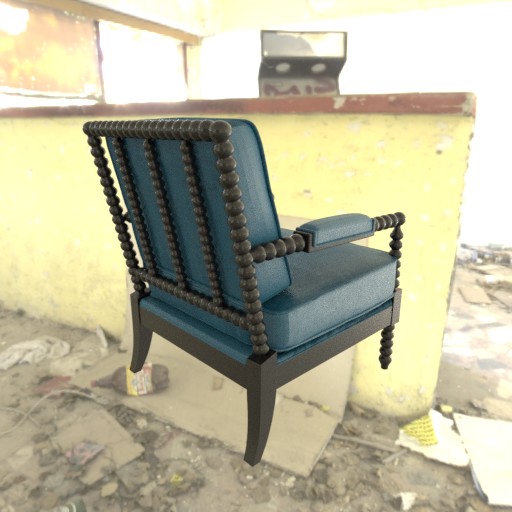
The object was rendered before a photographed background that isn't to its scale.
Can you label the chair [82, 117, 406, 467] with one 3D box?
[{"bbox_3d":[0.000,0.000,1.443,0.805,0.857,0.688,-15,22,-41],"label":"chair"}]
